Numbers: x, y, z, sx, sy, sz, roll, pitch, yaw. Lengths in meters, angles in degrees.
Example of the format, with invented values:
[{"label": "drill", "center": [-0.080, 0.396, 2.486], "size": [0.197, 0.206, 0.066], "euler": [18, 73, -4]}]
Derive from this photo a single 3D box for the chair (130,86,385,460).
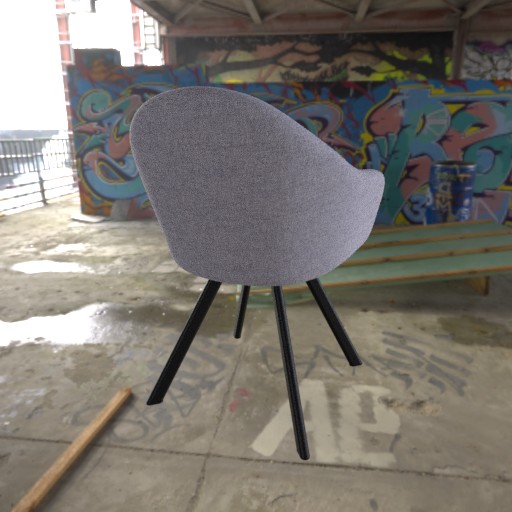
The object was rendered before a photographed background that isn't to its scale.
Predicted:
[{"label": "chair", "center": [0.000, 0.000, 1.141], "size": [0.540, 0.780, 0.570], "euler": [8, 18, 26]}]
